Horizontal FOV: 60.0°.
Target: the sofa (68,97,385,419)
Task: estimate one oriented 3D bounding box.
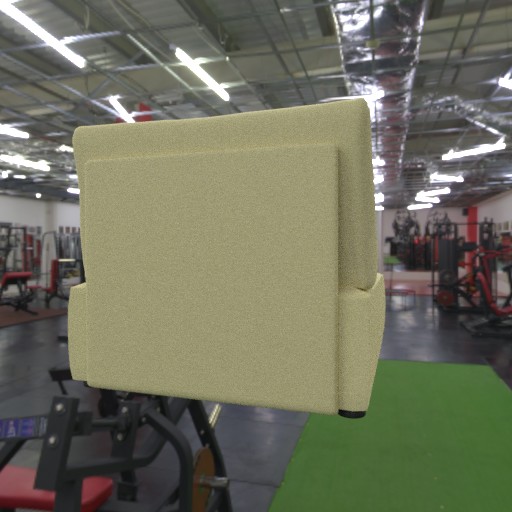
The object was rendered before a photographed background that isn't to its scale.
[{"bbox_3d":[0.000,0.000,1.692,0.930,0.820,1.000,0,1,18],"label":"sofa"}]
